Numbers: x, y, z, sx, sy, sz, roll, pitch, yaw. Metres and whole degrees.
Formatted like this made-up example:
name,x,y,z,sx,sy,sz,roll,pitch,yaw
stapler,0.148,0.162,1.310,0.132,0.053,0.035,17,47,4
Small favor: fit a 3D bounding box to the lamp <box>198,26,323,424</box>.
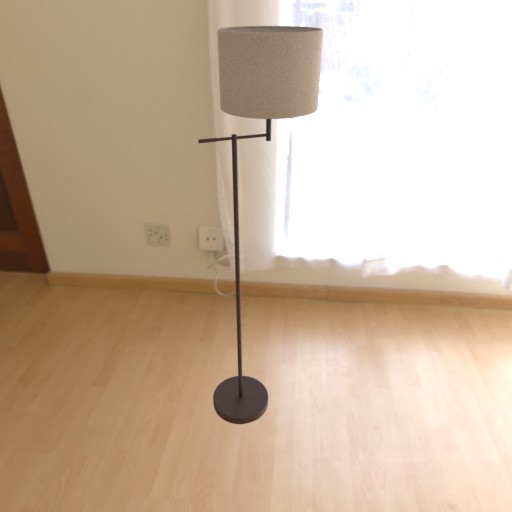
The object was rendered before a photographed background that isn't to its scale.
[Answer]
name,x,y,z,sx,sy,sz,roll,pitch,yaw
lamp,0.000,0.000,1.753,0.416,1.600,0.324,-10,32,-17
